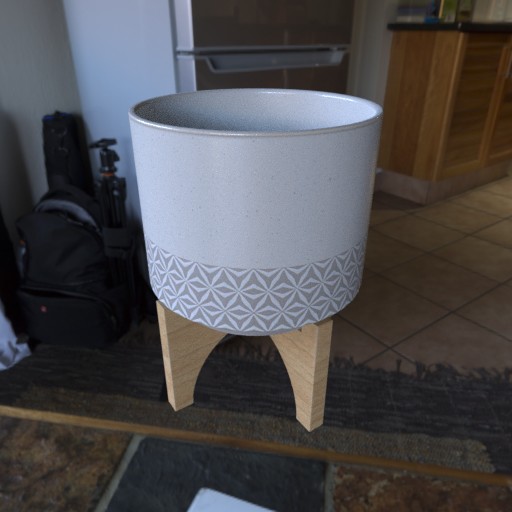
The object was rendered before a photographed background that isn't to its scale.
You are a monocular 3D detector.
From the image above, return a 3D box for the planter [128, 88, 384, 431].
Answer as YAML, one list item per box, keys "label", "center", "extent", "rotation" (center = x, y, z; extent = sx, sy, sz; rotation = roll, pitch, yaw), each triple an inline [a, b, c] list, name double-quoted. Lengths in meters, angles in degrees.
- label: "planter"
  center: [0.000, 0.000, 0.524]
  extent: [0.249, 0.343, 0.249]
  rotation: [0, 28, 0]
